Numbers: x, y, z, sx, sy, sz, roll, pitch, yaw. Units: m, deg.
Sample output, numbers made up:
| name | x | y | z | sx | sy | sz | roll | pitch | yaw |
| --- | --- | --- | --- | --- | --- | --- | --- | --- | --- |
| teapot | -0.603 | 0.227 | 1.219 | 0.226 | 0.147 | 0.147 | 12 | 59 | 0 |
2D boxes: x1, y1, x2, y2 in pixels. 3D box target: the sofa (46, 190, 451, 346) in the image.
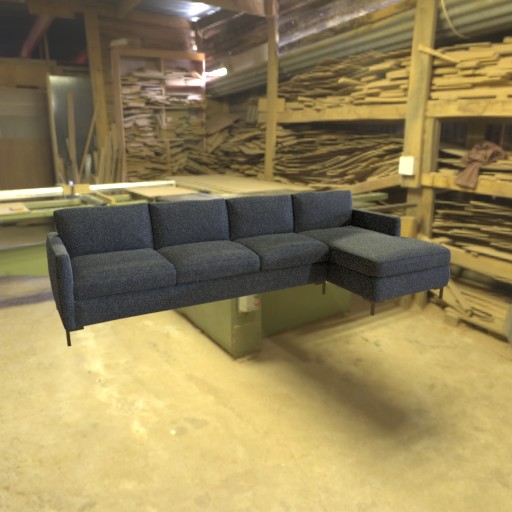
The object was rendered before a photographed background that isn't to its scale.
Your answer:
| name | x | y | z | sx | sy | sz | roll | pitch | yaw |
| --- | --- | --- | --- | --- | --- | --- | --- | --- | --- |
| sofa | 0.000 | 0.000 | 3.483 | 2.932 | 0.810 | 1.350 | -8 | 17 | -27 |
